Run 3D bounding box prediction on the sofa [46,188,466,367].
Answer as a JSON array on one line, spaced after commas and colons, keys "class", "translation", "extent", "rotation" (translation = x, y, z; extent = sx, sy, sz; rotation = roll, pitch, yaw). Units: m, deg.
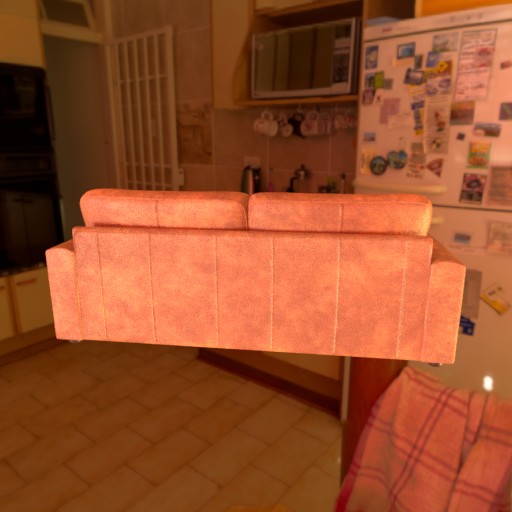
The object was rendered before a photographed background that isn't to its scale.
[{"class": "sofa", "translation": [0.000, 0.000, 2.772], "extent": [2.179, 0.873, 1.016], "rotation": [2, 15, 7]}]
